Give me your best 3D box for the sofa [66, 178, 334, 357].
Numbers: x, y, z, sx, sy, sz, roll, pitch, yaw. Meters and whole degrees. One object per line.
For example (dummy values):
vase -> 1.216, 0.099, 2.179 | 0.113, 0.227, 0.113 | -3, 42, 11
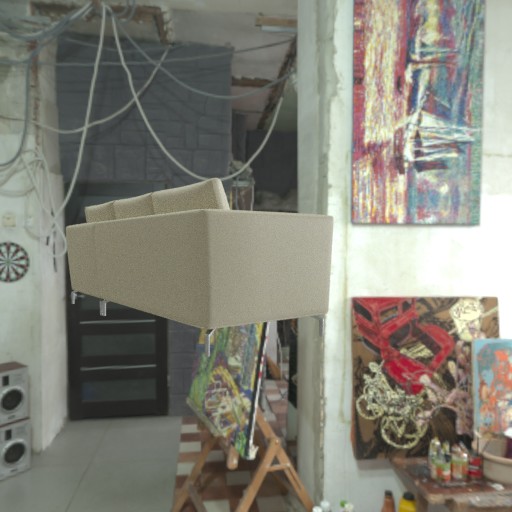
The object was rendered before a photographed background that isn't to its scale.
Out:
sofa -> 0.000, 0.000, 3.716 | 2.448, 0.867, 2.430 | -1, 2, -37
